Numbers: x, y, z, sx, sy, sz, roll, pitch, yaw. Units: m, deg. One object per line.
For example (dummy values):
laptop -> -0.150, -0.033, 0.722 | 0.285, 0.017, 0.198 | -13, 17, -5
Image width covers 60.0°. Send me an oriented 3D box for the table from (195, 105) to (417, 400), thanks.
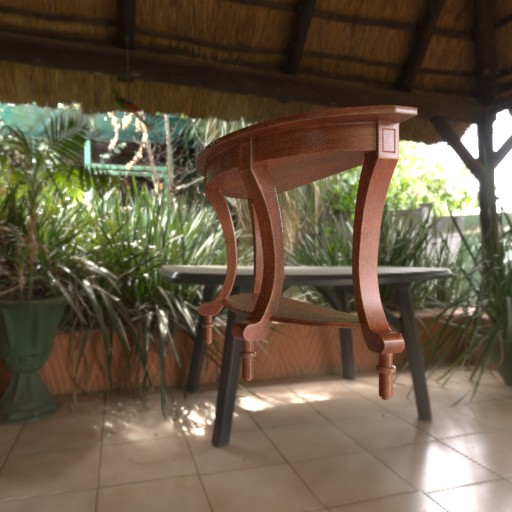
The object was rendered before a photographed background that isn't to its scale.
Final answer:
table -> 0.000, 0.000, 1.539 | 0.394, 0.699, 1.198 | 0, 0, -18
